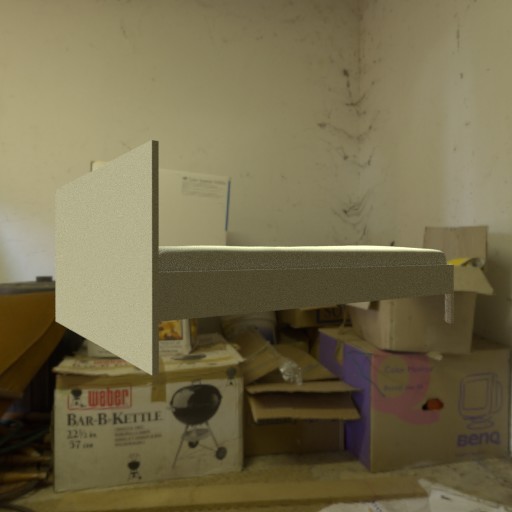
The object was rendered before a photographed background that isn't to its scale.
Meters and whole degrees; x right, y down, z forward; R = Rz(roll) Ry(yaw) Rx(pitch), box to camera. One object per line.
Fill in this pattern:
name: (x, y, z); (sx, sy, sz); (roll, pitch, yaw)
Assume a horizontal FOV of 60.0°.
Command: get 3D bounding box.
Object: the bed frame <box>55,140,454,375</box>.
bed frame: (0.000, 0.000, 2.680); (1.950, 0.800, 1.490); (0, 0, -36)
